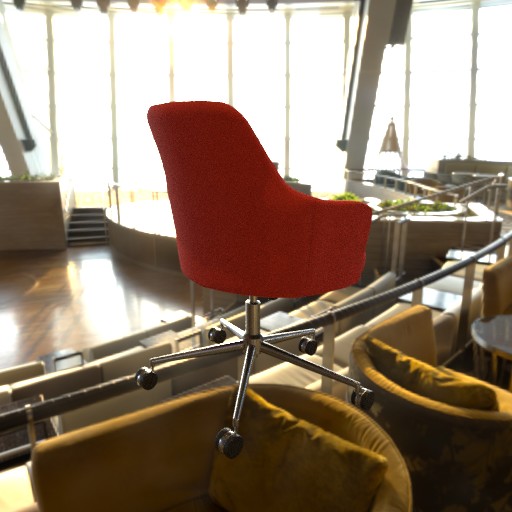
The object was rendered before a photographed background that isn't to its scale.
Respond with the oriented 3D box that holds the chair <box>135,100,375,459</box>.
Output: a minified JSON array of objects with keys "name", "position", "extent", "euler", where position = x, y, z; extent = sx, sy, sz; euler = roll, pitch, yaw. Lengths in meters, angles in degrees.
[{"name":"chair","position":[0.000,0.000,1.285],"extent":[0.600,0.820,0.655],"euler":[-14,20,-43]}]
